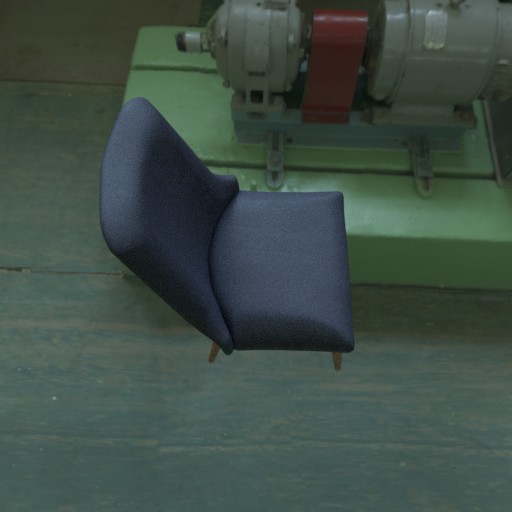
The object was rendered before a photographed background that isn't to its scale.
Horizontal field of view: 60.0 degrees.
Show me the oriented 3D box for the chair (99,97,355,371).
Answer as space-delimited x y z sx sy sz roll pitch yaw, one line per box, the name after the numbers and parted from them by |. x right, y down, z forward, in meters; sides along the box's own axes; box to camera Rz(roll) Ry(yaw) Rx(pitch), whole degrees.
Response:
0.000 0.000 1.178 0.567 0.820 0.504 1 65 0 | chair
